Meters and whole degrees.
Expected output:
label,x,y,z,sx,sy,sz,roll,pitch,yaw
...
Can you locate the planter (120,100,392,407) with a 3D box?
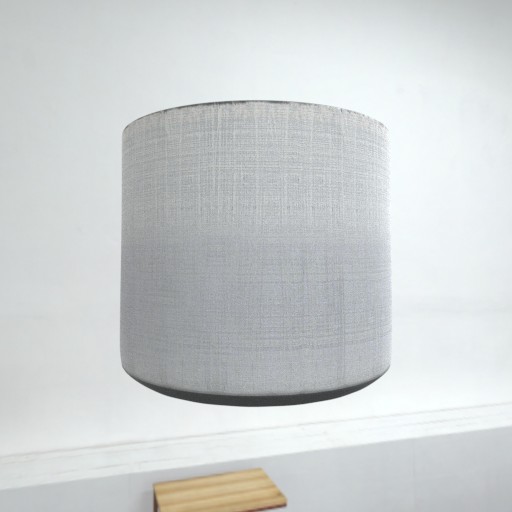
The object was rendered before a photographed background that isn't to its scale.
label,x,y,z,sx,sy,sz,roll,pitch,yaw
planter,0.000,0.000,0.431,0.254,0.221,0.254,0,1,0
